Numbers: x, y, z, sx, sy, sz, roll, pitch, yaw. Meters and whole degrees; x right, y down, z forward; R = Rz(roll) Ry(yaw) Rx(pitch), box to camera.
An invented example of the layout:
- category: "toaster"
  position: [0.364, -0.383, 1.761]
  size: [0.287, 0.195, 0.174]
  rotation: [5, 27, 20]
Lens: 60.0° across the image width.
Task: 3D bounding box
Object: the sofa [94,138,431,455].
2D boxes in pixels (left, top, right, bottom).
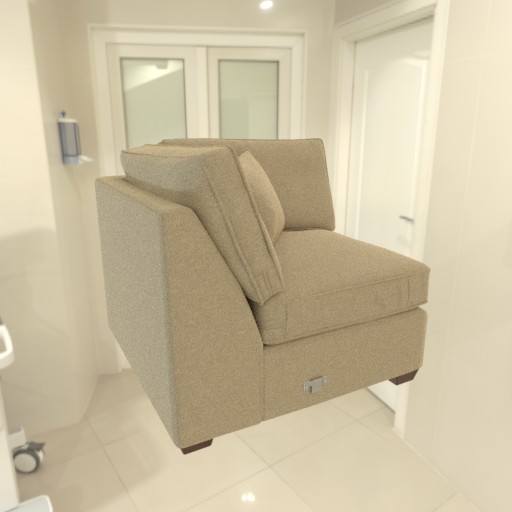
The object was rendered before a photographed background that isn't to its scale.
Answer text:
- category: "sofa"
  position: [0.000, 0.000, 1.963]
  size: [1.146, 1.002, 1.084]
  rotation: [-8, 18, -27]
